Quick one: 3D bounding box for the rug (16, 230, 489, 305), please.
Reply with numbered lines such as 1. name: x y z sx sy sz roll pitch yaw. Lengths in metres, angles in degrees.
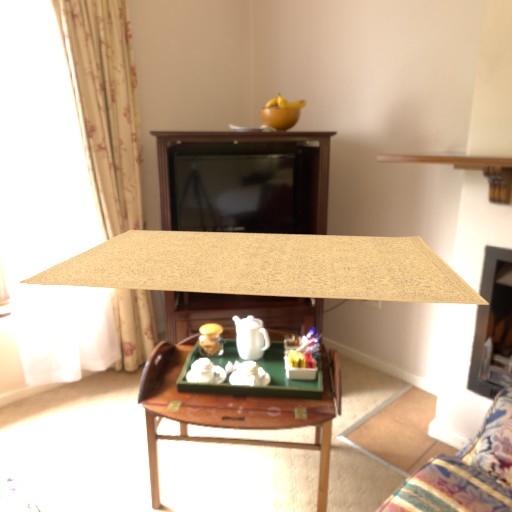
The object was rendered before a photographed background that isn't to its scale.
1. rug: 0.000 0.000 2.966 2.434 0.023 1.518 2 15 8
